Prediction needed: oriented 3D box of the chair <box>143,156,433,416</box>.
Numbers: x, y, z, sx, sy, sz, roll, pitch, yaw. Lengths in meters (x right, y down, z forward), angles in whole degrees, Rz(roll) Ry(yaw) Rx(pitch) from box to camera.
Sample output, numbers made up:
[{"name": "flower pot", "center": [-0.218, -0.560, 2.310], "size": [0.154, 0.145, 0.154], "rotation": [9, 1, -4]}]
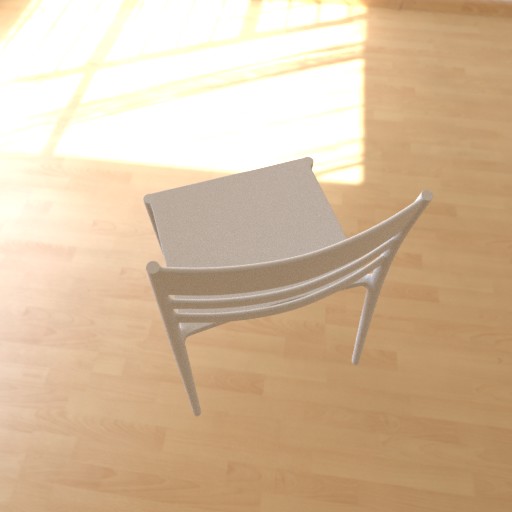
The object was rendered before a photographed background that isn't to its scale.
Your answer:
[{"name": "chair", "center": [0.000, 0.000, 1.126], "size": [0.531, 0.800, 0.511], "rotation": [-15, 59, -9]}]
